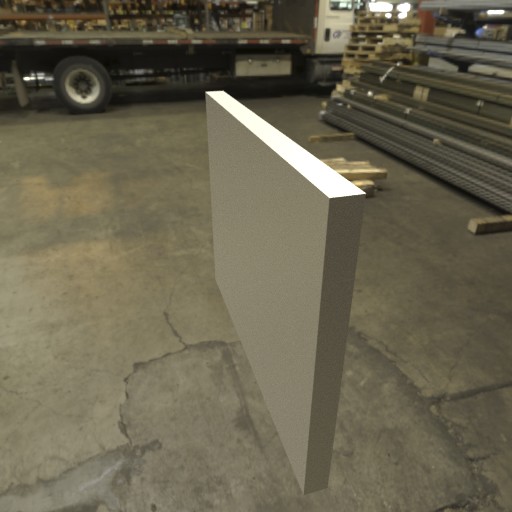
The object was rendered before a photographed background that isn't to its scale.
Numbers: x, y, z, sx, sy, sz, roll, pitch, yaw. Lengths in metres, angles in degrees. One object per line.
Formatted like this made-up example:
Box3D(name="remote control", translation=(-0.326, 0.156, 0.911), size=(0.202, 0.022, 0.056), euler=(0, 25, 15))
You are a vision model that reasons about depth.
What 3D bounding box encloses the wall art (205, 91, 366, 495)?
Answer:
Box3D(name="wall art", translation=(0.000, 0.000, 1.368), size=(0.066, 0.801, 1.056), euler=(-8, 31, -14))
